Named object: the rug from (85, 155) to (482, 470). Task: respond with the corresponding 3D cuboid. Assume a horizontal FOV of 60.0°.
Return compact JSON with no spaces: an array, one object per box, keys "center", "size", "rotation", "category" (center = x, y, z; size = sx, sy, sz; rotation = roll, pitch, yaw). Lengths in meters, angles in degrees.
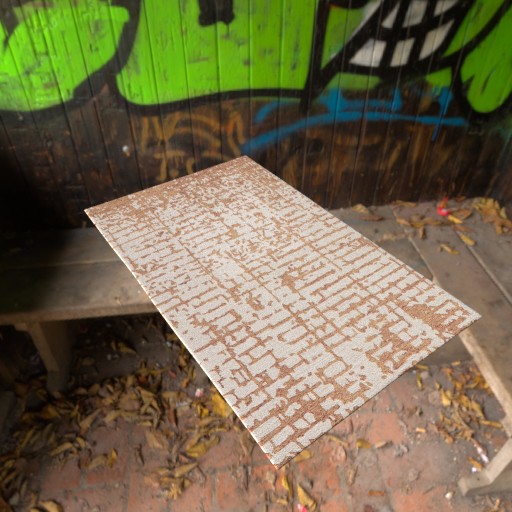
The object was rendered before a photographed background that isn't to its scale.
[{"center":[0.000,0.000,3.007],"size":[1.517,0.011,2.435],"rotation":[-25,46,-26],"category":"rug"}]
